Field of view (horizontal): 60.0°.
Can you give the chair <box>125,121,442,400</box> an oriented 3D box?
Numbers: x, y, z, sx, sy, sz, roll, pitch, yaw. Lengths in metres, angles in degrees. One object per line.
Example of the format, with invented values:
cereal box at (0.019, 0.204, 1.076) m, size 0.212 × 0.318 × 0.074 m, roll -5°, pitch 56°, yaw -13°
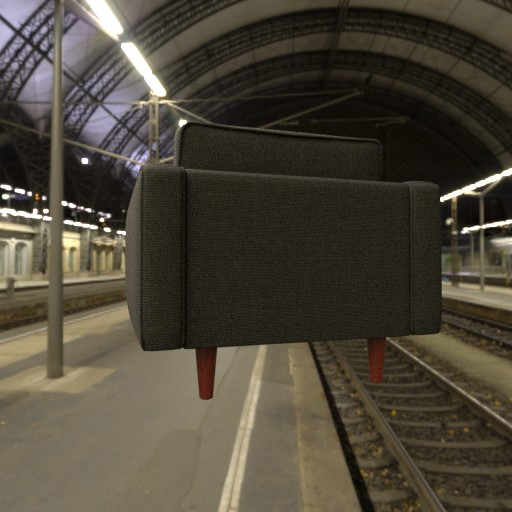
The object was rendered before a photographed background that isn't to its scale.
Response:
chair at (0.000, 0.000, 1.616) m, size 0.899 × 0.770 × 0.919 m, roll 0°, pitch -1°, yaw -18°
